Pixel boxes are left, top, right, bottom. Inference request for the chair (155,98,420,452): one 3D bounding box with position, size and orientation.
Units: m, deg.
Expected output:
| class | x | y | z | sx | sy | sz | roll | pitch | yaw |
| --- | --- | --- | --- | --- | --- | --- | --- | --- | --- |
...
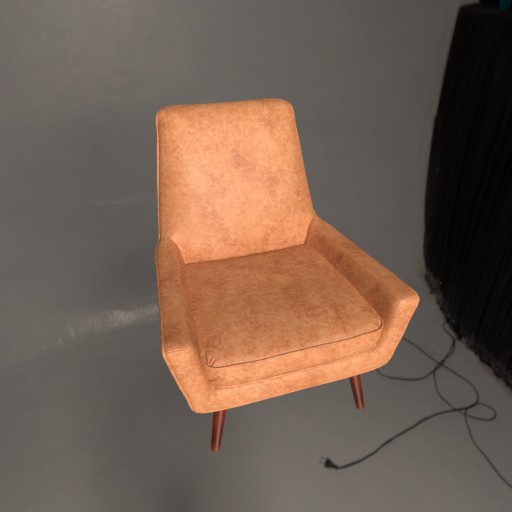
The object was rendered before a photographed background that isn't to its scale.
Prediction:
| class | x | y | z | sx | sy | sz | roll | pitch | yaw |
| --- | --- | --- | --- | --- | --- | --- | --- | --- | --- |
| chair | 0.000 | 0.000 | 1.534 | 0.753 | 0.883 | 0.851 | -10 | 33 | -15 |
